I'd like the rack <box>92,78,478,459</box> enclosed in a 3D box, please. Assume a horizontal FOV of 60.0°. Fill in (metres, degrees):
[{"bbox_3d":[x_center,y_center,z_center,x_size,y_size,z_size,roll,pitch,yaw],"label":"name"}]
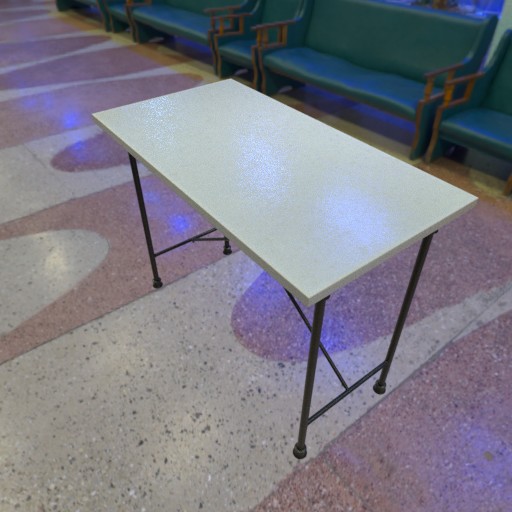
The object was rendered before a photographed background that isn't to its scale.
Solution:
[{"bbox_3d":[0.000,0.000,1.677,0.613,0.880,1.159,-26,47,-27],"label":"rack"}]
